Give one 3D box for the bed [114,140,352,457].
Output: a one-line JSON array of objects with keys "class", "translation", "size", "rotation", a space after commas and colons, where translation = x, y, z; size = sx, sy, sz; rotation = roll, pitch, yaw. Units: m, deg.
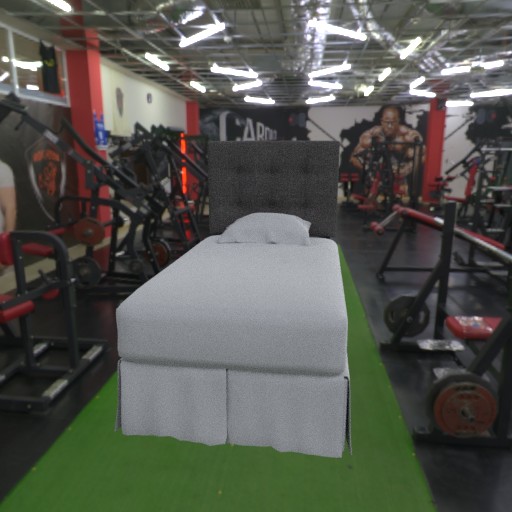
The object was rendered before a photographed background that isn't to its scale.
[{"class": "bed", "translation": [0.000, 0.000, 3.045], "size": [1.261, 1.571, 1.997], "rotation": [2, 14, 8]}]
